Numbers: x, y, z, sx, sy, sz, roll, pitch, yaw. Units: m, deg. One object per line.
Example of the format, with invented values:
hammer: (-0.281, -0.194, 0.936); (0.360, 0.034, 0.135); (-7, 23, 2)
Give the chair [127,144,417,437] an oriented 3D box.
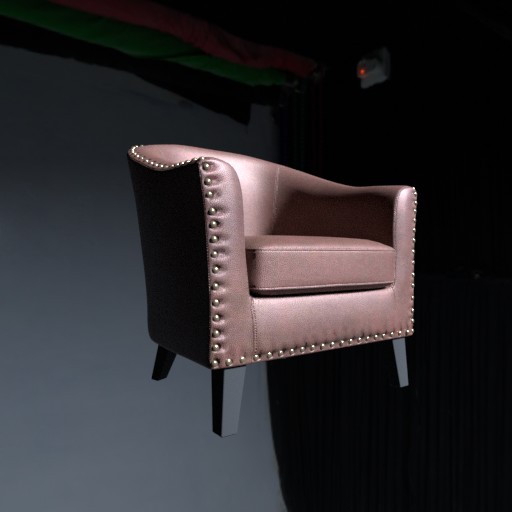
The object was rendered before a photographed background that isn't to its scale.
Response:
chair: (0.000, 0.000, 1.464); (0.794, 0.823, 0.748); (0, 0, -36)
